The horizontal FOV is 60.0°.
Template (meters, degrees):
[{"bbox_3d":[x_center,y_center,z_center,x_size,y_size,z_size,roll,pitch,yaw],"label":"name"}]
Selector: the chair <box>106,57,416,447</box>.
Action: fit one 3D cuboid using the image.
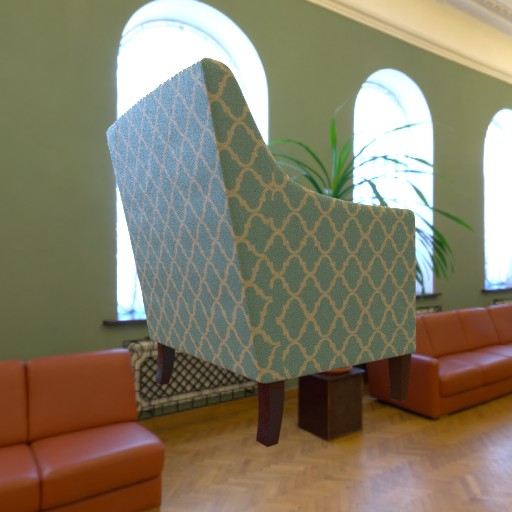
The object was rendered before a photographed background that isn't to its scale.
[{"bbox_3d":[0.000,0.000,1.298,0.686,0.817,0.617,0,0,-36],"label":"chair"}]
